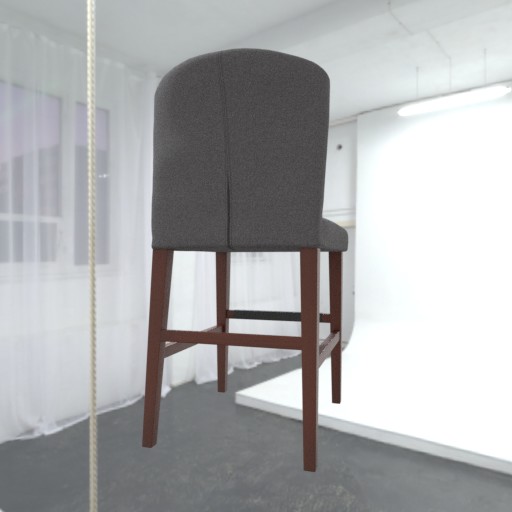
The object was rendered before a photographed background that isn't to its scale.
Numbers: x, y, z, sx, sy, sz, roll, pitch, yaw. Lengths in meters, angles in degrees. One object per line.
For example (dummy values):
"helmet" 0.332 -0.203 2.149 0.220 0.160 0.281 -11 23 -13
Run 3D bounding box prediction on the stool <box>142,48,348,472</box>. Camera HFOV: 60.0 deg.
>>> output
"stool" 0.000 0.000 1.300 0.481 0.968 0.568 0 0 18
